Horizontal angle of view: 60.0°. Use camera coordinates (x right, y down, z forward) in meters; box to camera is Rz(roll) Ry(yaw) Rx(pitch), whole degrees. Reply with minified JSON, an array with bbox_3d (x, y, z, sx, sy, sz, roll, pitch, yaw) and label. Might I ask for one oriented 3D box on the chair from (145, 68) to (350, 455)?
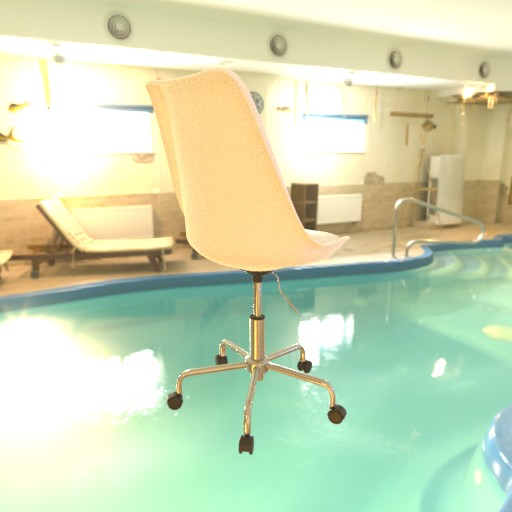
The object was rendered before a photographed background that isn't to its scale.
[{"bbox_3d":[0.000,0.000,1.287,0.550,0.930,0.550,13,18,43],"label":"chair"}]
